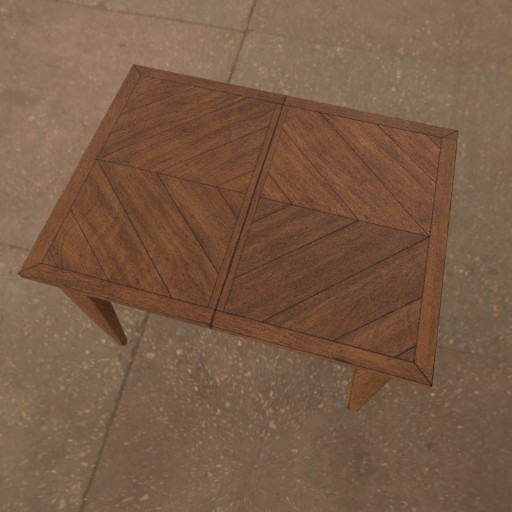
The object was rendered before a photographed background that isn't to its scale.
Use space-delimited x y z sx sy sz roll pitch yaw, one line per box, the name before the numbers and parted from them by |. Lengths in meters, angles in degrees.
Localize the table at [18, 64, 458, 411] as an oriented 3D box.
table | 0.000 0.000 1.547 1.027 0.760 0.757 14 65 7
